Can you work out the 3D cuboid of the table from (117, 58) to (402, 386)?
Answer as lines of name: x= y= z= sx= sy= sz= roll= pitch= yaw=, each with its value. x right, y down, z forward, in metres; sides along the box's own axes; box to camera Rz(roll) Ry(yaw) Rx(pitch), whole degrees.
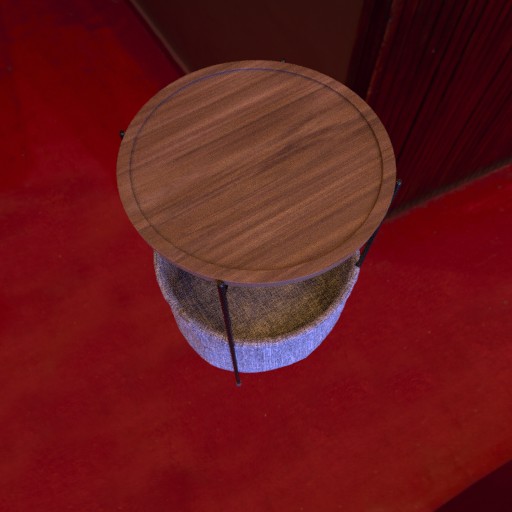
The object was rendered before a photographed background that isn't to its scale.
table: x=0.000 y=0.000 z=0.895 sx=0.400 sy=0.623 sz=0.400 roll=-30 pitch=67 yaw=-14
